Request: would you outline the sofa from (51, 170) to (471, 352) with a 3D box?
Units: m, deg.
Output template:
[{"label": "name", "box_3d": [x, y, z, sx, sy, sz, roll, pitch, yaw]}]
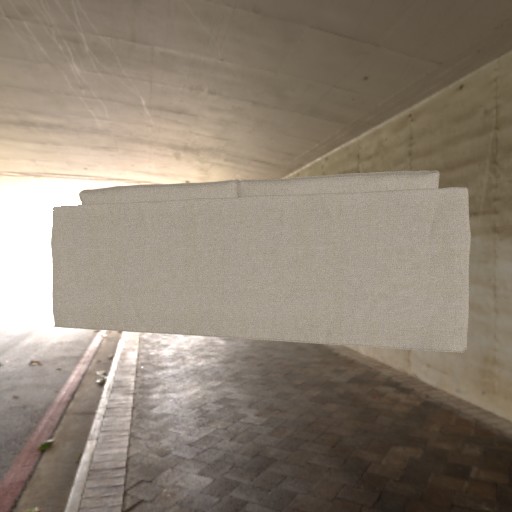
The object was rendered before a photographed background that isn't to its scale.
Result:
[{"label": "sofa", "box_3d": [0.000, 0.000, 2.707, 2.296, 0.847, 0.956, 0, 0, 19]}]
